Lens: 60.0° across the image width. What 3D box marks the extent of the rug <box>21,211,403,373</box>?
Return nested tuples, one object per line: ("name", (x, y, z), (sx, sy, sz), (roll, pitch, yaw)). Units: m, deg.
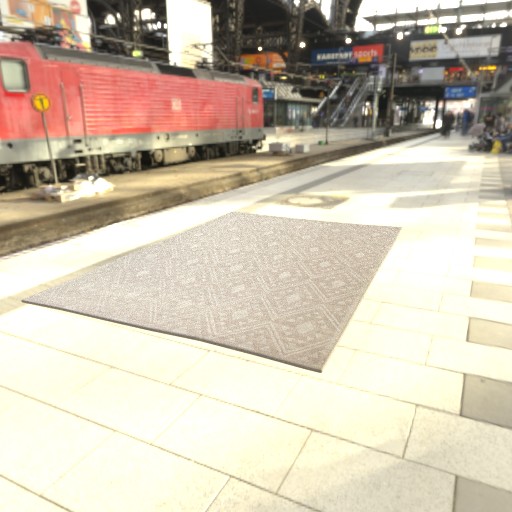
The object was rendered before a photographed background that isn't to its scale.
("rug", (0.000, 0.000, 2.318), (1.252, 0.034, 1.829), (8, 19, 23))
